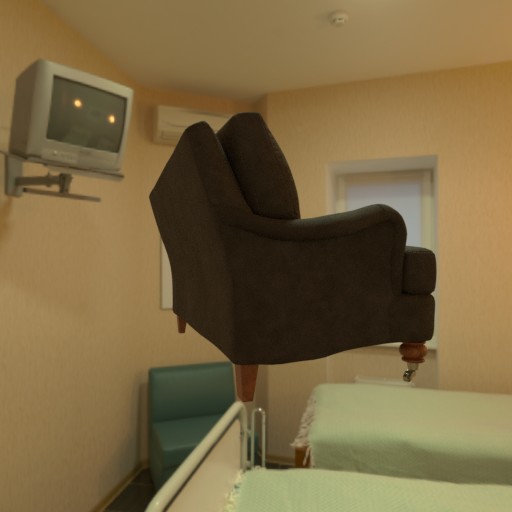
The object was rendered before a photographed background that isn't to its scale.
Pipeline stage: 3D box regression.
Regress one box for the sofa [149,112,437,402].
[{"bbox_3d":[0.000,0.000,2.560,1.084,1.101,1.853,0,-1,-18],"label":"sofa"}]
